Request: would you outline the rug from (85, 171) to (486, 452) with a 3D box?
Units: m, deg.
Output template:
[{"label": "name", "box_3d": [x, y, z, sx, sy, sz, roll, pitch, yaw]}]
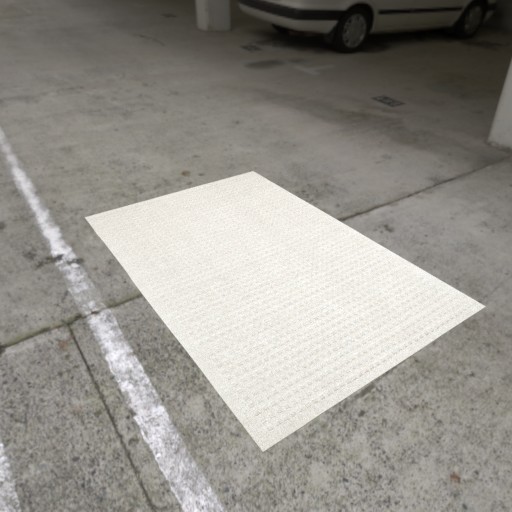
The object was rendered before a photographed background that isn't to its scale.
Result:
[{"label": "rug", "box_3d": [0.000, 0.000, 2.873, 1.523, 0.006, 2.289, -21, 39, -28]}]
